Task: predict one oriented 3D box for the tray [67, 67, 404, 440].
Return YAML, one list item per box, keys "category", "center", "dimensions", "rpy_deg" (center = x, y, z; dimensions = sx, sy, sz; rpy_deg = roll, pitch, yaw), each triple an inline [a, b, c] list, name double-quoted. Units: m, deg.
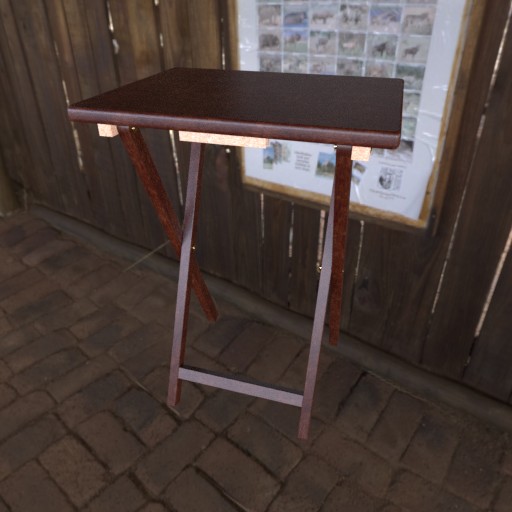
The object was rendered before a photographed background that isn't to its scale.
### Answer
- category: "tray"
  center: [0.000, 0.000, 0.926]
  dimensions: [0.483, 0.660, 0.381]
  rpy_deg: [9, 33, 14]
